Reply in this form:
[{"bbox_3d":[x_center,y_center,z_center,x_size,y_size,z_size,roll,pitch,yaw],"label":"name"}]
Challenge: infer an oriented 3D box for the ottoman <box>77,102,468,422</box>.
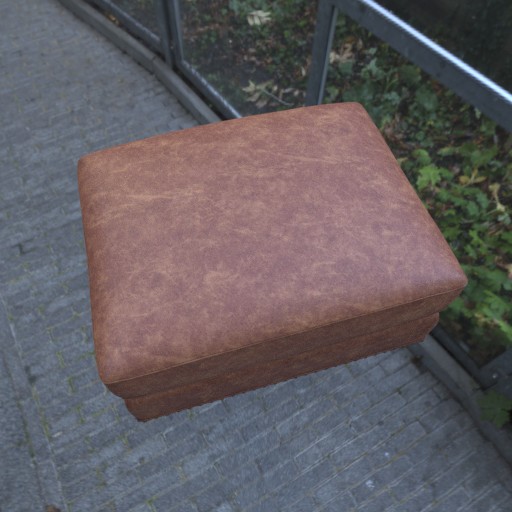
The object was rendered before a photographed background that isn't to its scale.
[{"bbox_3d":[0.000,0.000,1.115,0.742,0.486,0.586,-14,59,-8],"label":"ottoman"}]
